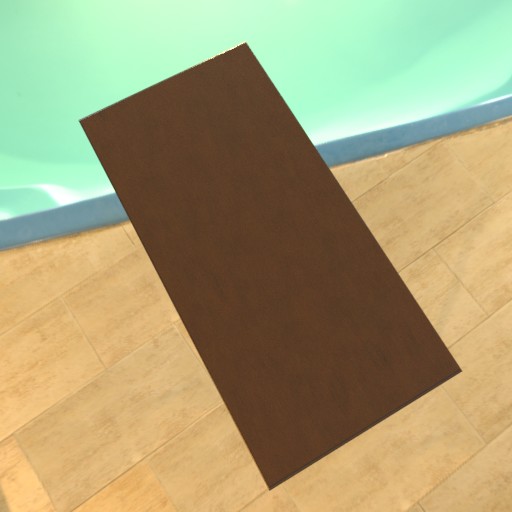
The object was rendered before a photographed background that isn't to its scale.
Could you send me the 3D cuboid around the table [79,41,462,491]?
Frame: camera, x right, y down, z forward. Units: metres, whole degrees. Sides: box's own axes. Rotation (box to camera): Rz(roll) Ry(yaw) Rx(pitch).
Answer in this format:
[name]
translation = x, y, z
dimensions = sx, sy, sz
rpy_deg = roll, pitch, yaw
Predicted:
[table]
translation = 0.000, 0.000, 1.494
dimensions = 0.594, 0.459, 1.197
rpy_deg = -28, 77, -7
